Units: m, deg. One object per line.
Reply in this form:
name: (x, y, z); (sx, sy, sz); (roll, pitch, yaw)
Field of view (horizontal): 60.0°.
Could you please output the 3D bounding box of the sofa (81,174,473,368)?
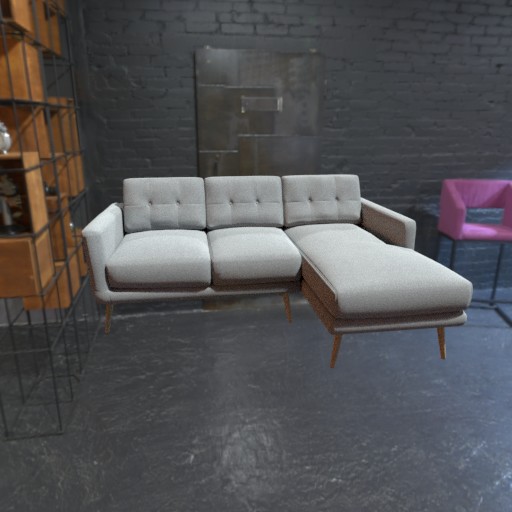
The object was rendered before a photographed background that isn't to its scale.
sofa: (0.000, 0.000, 2.819); (2.040, 0.860, 1.530); (-2, 17, -8)
